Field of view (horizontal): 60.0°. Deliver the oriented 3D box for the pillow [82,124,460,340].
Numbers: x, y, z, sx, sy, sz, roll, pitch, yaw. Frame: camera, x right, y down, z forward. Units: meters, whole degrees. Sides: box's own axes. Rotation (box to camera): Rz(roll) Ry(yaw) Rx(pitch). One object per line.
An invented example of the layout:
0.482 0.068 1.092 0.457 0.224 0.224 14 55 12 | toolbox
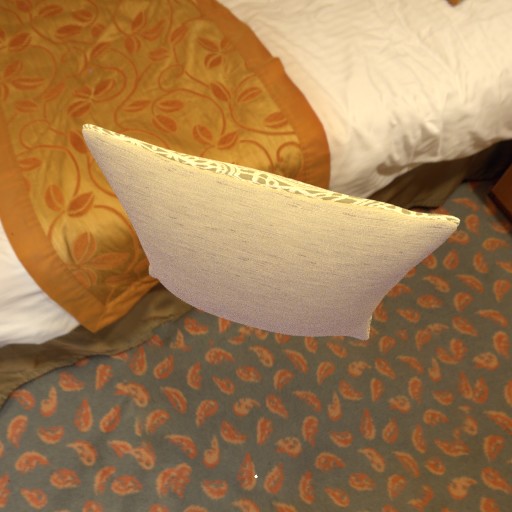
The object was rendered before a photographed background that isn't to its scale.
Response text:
0.000 0.000 0.666 0.438 0.421 0.167 16 65 8 | pillow
